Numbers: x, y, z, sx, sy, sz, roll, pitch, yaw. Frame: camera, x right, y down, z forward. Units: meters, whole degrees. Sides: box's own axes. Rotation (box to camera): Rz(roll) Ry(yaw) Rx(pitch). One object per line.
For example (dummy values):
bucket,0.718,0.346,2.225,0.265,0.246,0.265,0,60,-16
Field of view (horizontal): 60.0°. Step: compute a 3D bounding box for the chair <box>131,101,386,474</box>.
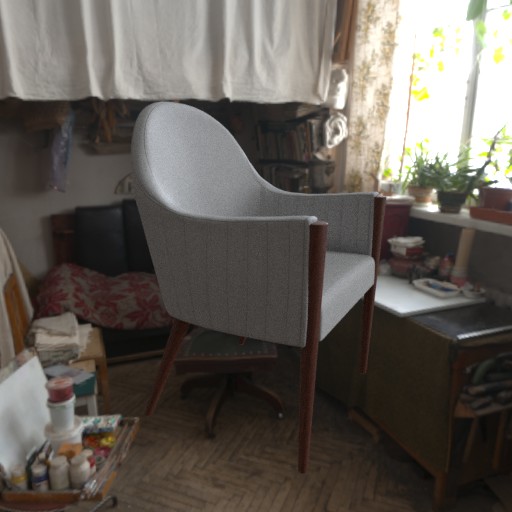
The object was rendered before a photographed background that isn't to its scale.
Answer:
chair,0.000,0.000,1.314,0.620,0.889,0.610,8,16,27
